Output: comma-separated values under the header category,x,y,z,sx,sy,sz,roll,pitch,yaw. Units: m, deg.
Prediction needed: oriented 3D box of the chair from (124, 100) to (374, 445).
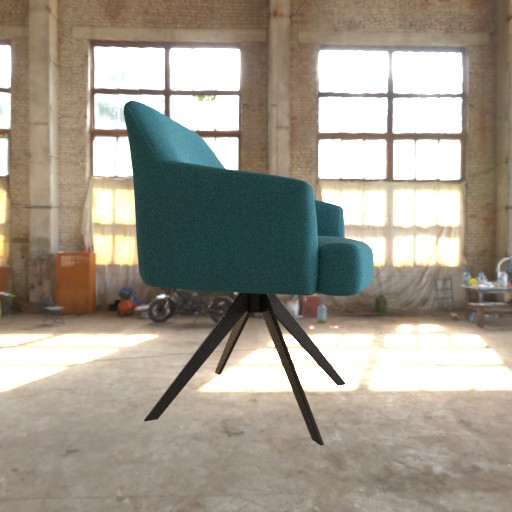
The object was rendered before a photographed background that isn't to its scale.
category,x,y,z,sx,sy,sz,roll,pitch,yaw
chair,0.000,0.000,1.336,0.677,0.874,0.642,0,1,18
